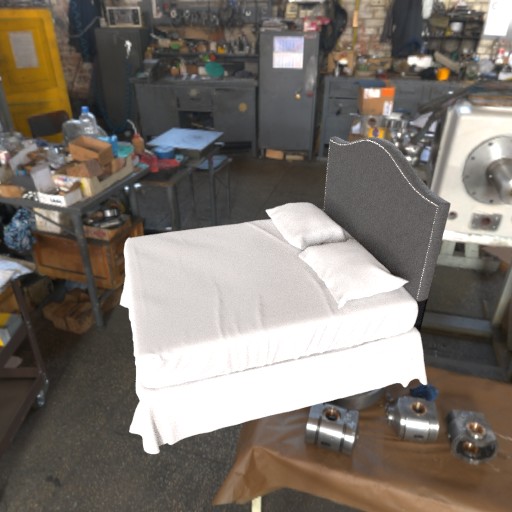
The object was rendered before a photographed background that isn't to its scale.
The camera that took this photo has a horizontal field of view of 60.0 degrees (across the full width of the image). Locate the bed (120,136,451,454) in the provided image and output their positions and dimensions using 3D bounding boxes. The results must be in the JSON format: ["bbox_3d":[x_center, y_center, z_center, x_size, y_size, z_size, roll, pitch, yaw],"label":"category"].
[{"bbox_3d":[0.000,0.000,3.448,2.221,1.645,1.876,-9,32,-15],"label":"bed"}]
